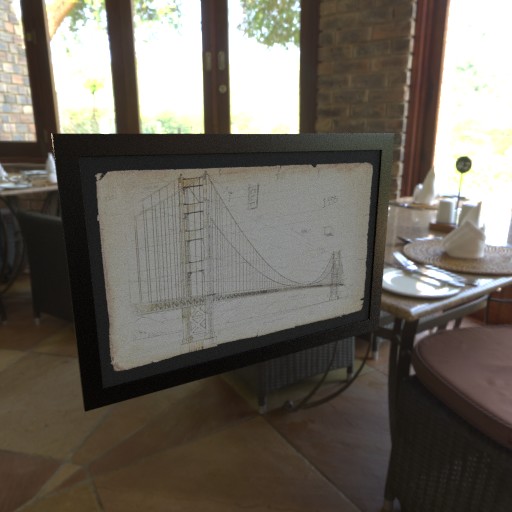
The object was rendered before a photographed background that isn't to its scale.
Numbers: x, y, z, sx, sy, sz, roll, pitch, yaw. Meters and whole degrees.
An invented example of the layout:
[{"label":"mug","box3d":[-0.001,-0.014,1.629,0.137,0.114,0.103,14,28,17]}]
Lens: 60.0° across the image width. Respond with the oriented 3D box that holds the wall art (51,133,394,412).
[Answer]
[{"label":"wall art","box3d":[0.000,0.000,0.840,0.660,0.447,0.013,-8,18,-28]}]
